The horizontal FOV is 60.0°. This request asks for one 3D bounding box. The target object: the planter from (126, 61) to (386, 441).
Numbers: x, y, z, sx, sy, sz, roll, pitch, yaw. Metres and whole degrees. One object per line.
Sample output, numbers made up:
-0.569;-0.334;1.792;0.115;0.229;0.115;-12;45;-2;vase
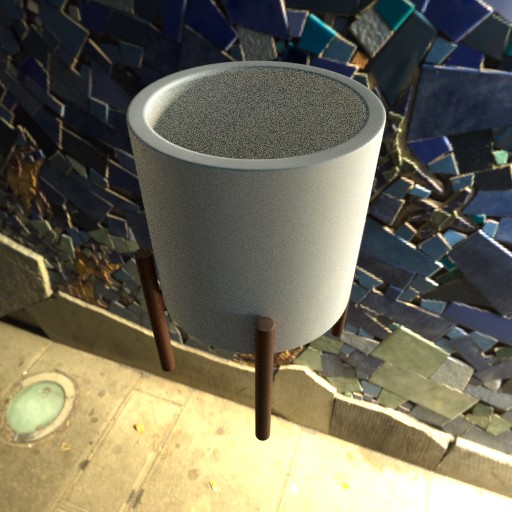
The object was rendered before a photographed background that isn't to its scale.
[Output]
0.000;0.000;0.950;0.417;0.670;0.417;26;48;26;planter
